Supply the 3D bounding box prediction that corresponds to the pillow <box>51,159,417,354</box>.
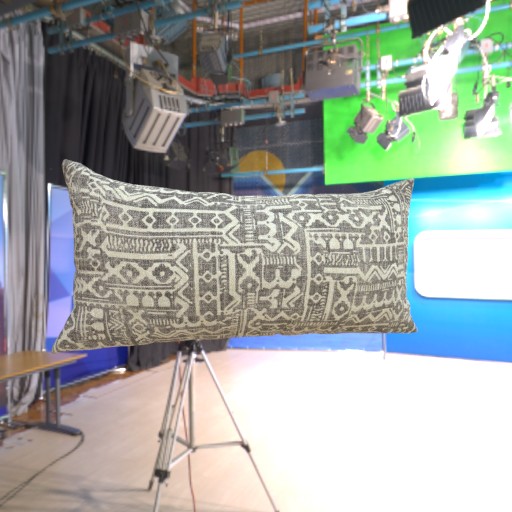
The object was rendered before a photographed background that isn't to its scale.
[{"bbox_3d":[0.000,0.000,0.743,0.631,0.290,0.148,0,1,-16],"label":"pillow"}]
